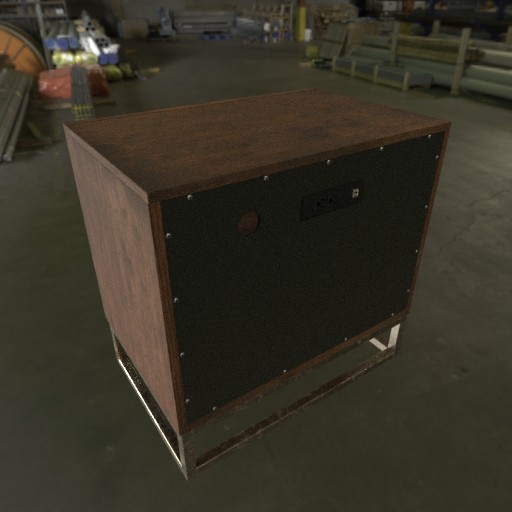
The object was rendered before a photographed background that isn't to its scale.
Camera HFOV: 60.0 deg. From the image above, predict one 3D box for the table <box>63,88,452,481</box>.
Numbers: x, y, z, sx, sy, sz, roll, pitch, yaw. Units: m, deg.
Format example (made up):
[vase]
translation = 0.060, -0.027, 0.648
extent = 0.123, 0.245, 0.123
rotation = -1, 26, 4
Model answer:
[table]
translation = 0.000, 0.000, 1.242
extent = 0.767, 0.746, 0.542
rotation = -19, 36, -29
